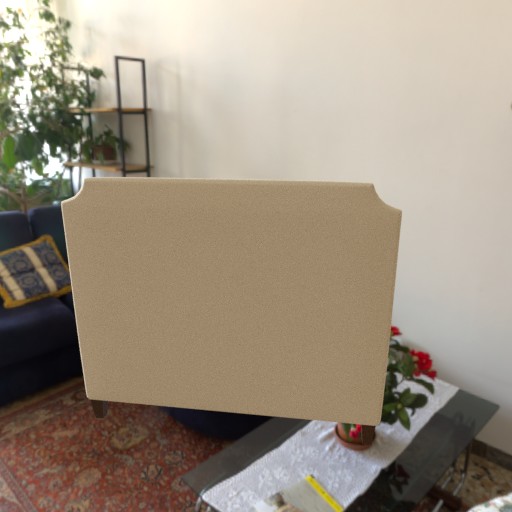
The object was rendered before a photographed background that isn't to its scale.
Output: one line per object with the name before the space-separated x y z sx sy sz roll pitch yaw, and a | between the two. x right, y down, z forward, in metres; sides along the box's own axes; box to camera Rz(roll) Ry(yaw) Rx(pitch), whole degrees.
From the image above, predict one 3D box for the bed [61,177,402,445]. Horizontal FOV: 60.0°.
bed | 0.000 0.000 3.420 1.712 1.443 2.365 2 17 8
